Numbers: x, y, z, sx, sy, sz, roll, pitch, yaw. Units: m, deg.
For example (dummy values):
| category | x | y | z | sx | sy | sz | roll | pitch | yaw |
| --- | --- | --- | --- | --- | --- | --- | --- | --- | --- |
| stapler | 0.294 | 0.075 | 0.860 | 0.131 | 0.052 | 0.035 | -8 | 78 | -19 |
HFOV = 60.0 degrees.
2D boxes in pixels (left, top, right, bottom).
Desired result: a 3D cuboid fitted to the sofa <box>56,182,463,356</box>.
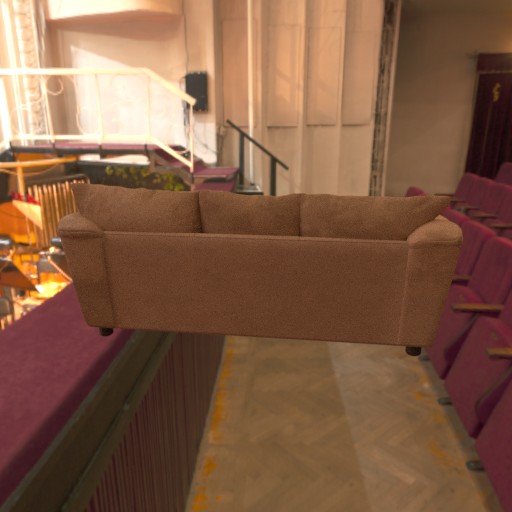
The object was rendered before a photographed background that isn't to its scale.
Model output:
| category | x | y | z | sx | sy | sz | roll | pitch | yaw |
| --- | --- | --- | --- | --- | --- | --- | --- | --- | --- |
| sofa | 0.000 | 0.000 | 2.888 | 2.377 | 0.981 | 0.893 | 2 | 16 | 7 |
